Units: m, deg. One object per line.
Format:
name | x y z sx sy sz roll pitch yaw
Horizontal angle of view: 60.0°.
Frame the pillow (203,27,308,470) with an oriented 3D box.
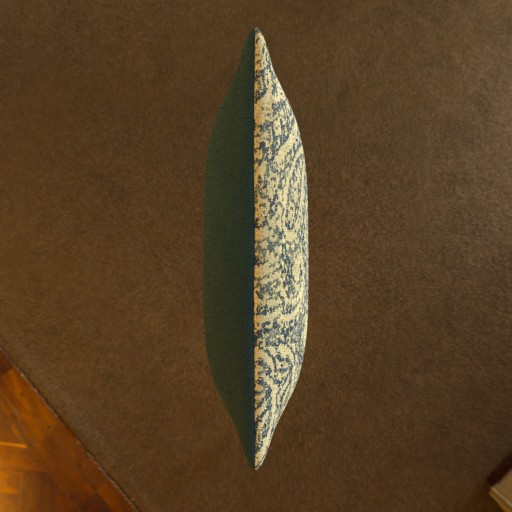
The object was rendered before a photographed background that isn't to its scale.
pillow | 0.000 0.000 0.765 0.166 0.510 0.523 0 88 -1
